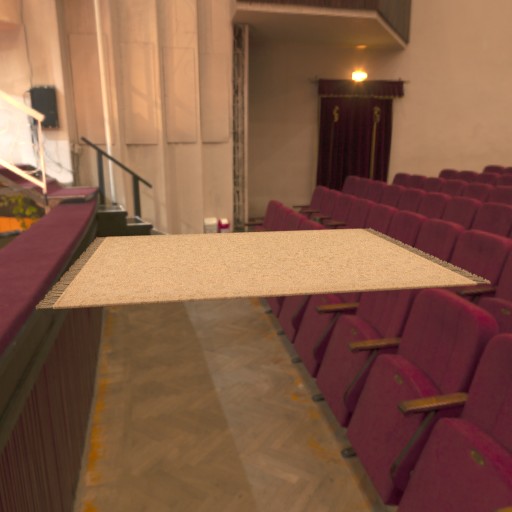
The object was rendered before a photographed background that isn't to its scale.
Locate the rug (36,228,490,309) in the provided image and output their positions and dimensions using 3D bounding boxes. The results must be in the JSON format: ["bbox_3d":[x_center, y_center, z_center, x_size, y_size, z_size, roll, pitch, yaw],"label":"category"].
[{"bbox_3d":[0.000,0.000,2.278,1.771,0.015,1.223,-2,14,-9],"label":"rug"}]
